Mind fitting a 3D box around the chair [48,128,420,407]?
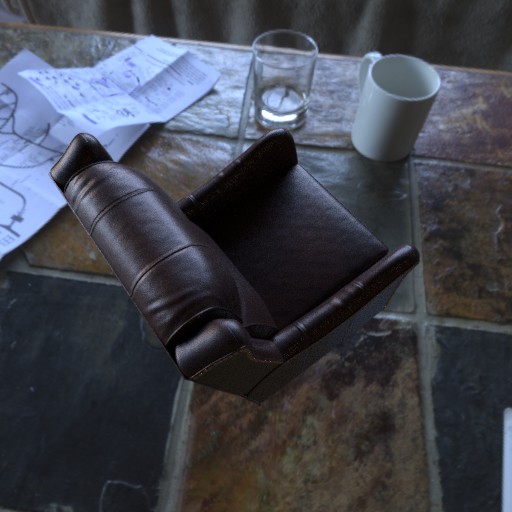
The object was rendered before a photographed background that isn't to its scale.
[{"bbox_3d":[0.000,0.000,1.761,1.008,1.084,0.869,-33,65,-18],"label":"chair"}]
